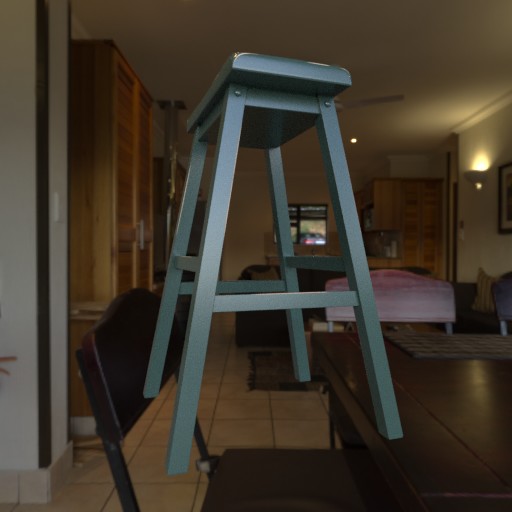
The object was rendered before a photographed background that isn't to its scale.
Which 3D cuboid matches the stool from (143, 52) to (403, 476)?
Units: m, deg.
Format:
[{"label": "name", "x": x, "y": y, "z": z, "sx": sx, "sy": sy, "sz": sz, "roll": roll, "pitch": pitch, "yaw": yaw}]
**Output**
[{"label": "stool", "x": 0.000, "y": 0.000, "z": 1.037, "sx": 0.476, "sy": 0.737, "sz": 0.457, "roll": 0, "pitch": 0, "yaw": -19}]
